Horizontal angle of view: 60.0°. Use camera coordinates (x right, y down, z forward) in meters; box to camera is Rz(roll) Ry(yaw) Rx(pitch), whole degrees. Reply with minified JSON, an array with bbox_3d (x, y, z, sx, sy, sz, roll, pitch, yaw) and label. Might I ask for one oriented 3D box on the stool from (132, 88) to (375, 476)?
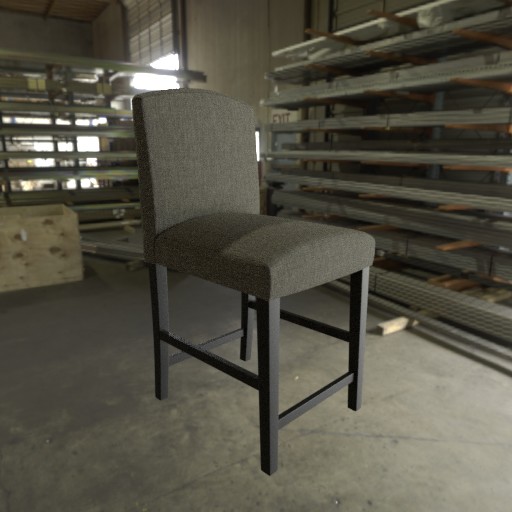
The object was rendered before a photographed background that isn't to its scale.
[{"bbox_3d":[0.000,0.000,1.297,0.552,0.966,0.451,13,19,43],"label":"stool"}]
